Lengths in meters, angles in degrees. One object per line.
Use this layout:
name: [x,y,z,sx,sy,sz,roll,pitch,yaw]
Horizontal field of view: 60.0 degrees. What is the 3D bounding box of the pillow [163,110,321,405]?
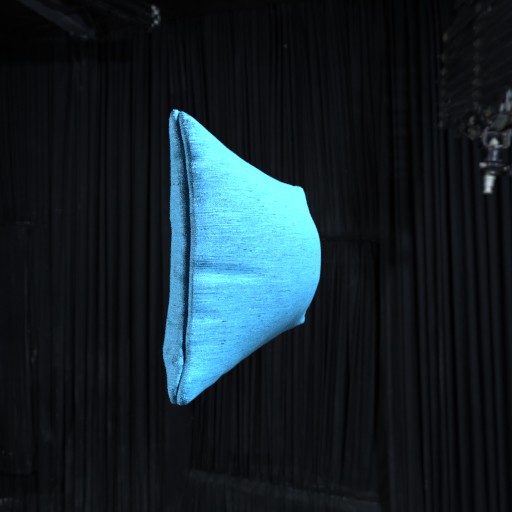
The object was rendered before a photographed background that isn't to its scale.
pillow: [0.000,0.000,0.801,0.210,0.338,0.633,0,0,18]
